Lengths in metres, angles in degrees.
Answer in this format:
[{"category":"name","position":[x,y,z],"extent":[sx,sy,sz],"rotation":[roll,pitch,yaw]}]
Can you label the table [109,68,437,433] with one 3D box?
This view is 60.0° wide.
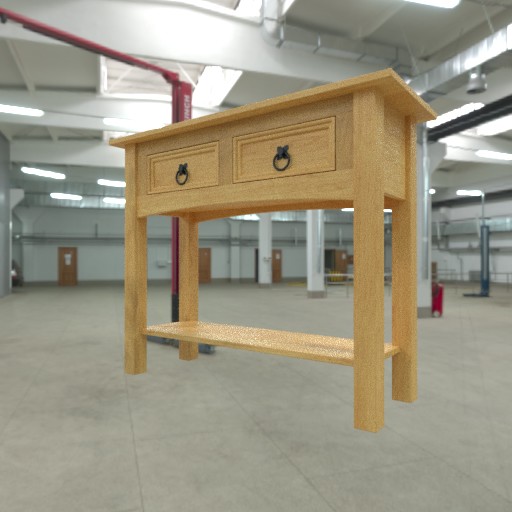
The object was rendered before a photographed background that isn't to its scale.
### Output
[{"category":"table","position":[0.000,0.000,1.259],"extent":[0.900,0.728,0.340],"rotation":[0,0,36]}]
